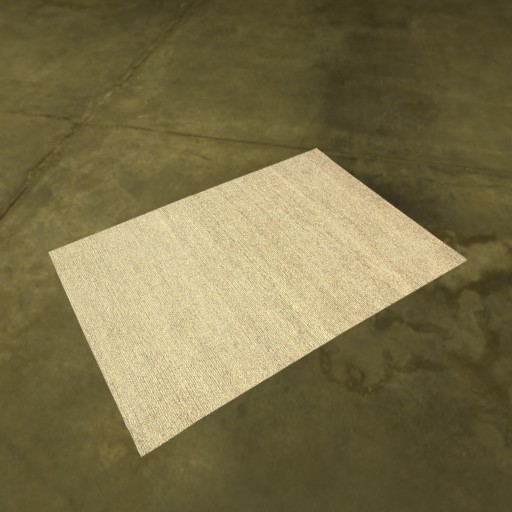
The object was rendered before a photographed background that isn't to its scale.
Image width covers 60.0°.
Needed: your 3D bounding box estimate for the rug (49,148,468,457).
[{"bbox_3d":[0.000,0.000,2.989,2.342,0.030,1.609,-25,52,-22],"label":"rug"}]
